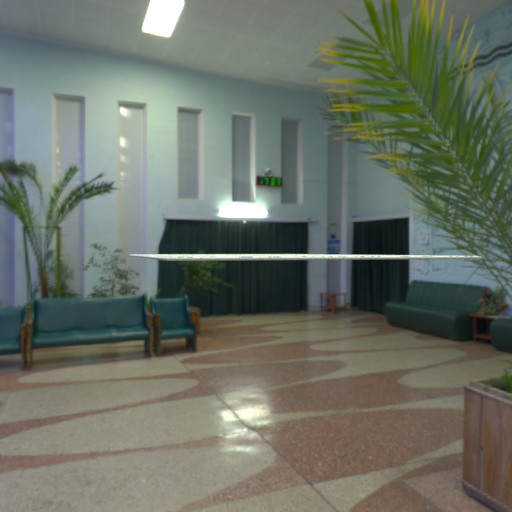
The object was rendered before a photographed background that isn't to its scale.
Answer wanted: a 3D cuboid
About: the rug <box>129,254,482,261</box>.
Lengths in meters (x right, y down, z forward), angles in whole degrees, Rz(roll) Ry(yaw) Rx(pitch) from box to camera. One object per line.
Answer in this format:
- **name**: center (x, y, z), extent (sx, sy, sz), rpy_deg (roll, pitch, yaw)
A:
- **rug**: center (0.000, 0.000, 3.569), extent (1.819, 0.018, 2.746), rpy_deg (0, 0, -19)
